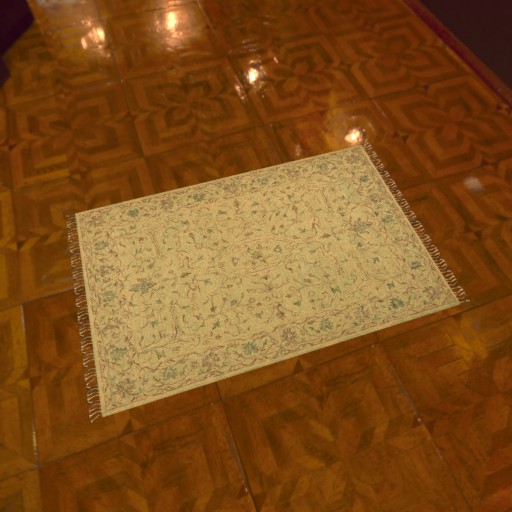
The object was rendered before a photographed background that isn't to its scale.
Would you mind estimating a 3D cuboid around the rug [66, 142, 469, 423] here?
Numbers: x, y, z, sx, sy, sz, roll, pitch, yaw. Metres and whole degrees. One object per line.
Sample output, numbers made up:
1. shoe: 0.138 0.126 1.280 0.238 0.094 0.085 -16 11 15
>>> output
1. rug: 0.000 0.000 3.055 2.435 0.010 1.544 -15 59 -9
